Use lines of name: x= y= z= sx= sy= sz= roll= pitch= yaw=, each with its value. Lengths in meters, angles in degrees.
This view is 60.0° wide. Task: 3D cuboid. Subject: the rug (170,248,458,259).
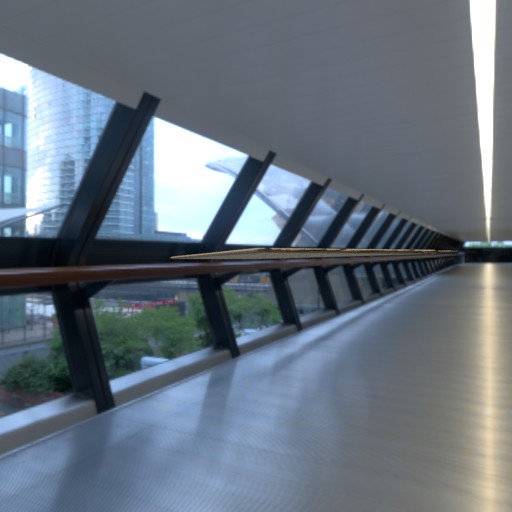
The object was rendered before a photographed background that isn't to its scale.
rug: x=0.000 y=0.000 z=2.609 sx=0.729 sy=0.021 sz=2.438 roll=0 pitch=-1 yaw=-18
